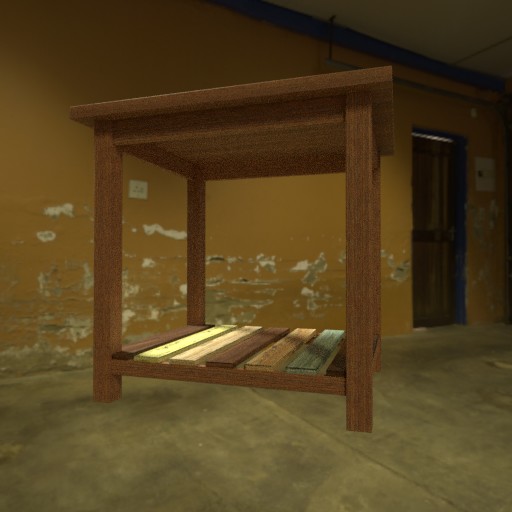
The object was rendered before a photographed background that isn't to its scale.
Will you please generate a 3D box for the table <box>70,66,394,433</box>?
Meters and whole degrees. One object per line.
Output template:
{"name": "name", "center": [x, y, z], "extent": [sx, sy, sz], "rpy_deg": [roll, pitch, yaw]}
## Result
{"name": "table", "center": [0.000, 0.000, 1.112], "extent": [0.660, 0.635, 0.559], "rpy_deg": [0, -1, 18]}
